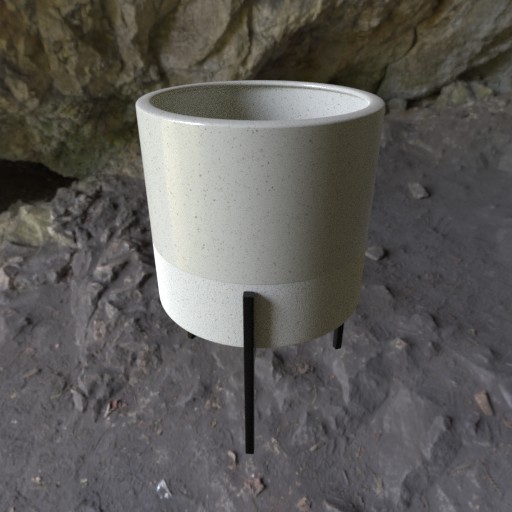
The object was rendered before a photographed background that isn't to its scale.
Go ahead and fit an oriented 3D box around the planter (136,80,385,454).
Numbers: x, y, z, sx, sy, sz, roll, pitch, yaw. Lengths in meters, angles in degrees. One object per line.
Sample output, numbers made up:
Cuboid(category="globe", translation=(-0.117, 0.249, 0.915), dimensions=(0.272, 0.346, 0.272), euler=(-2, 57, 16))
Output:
Cuboid(category="planter", translation=(0.000, 0.000, 0.334), dimensions=(0.159, 0.230, 0.152), euler=(19, 34, 31))
